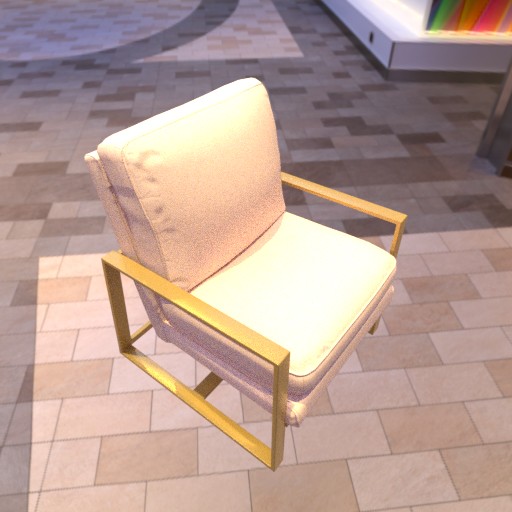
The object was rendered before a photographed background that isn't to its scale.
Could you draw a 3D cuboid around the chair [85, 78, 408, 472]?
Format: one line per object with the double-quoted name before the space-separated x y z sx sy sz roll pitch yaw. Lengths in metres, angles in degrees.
"chair" 0.000 0.000 1.515 0.813 0.956 0.758 27 48 27
